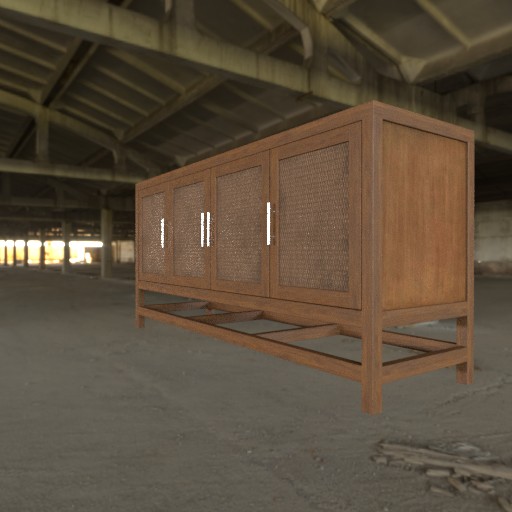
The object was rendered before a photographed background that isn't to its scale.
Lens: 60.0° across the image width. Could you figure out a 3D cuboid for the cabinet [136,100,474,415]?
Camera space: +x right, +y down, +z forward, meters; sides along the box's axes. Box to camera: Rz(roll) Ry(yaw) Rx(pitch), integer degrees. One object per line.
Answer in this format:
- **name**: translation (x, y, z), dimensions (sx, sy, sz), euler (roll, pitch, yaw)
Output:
- **cabinet**: translation (0.000, 0.000, 1.983), dimensions (0.522, 0.820, 1.708), euler (0, 0, -36)
